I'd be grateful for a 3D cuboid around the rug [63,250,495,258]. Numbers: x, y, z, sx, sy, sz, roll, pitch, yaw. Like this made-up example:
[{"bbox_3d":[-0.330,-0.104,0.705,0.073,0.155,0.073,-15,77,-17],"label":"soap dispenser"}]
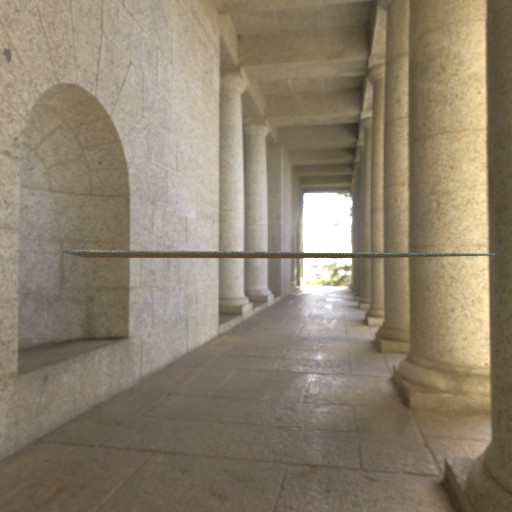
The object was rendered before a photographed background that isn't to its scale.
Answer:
[{"bbox_3d":[0.000,0.000,4.066,3.050,0.016,2.441,0,-1,-19],"label":"rug"}]
